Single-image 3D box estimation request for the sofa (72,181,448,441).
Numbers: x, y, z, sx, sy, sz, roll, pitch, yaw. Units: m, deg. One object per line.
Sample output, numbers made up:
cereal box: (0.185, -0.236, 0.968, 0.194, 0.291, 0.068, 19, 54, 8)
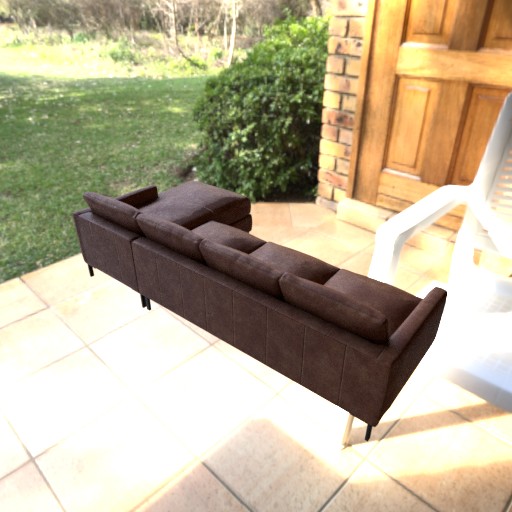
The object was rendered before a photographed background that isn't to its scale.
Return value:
sofa: (0.000, 0.000, 3.677, 2.993, 0.859, 1.471, 22, 37, 33)
